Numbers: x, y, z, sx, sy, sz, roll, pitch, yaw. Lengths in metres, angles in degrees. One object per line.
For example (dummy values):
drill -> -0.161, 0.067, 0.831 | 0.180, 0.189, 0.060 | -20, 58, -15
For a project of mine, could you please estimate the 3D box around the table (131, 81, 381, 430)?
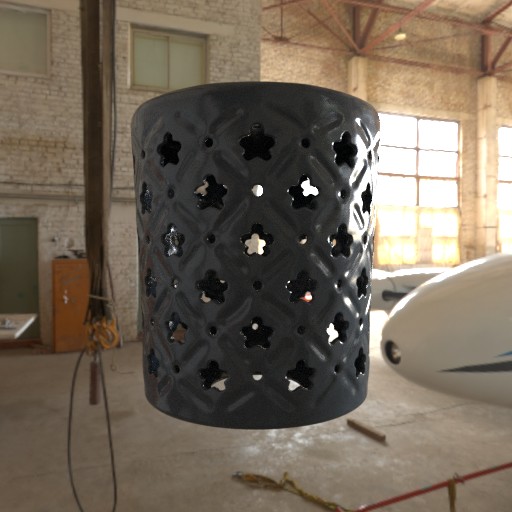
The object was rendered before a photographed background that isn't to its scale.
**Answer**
table -> 0.000, 0.000, 0.646 | 0.352, 0.387, 0.352 | 0, 1, 0
